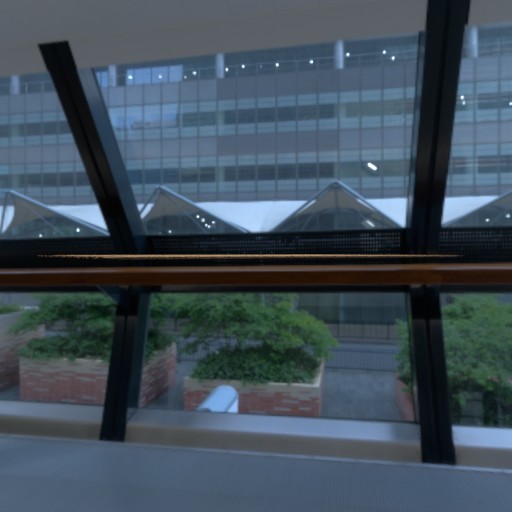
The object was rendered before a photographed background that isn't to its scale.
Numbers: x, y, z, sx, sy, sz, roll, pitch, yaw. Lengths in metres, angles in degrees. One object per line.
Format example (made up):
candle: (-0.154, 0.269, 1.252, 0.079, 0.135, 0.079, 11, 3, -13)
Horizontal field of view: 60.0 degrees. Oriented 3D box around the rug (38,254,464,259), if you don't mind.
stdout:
rug: (0.000, 0.000, 2.964, 2.434, 0.010, 1.516, 0, 0, -34)
